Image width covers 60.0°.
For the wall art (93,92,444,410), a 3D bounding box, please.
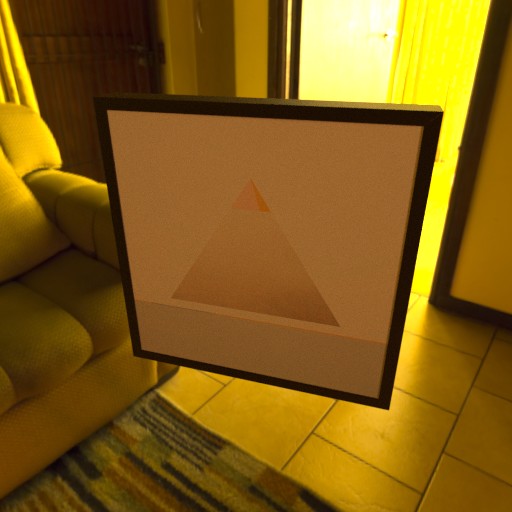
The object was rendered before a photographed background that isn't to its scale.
[{"bbox_3d":[0.000,0.000,0.454,0.304,0.303,0.037,8,28,15],"label":"wall art"}]
